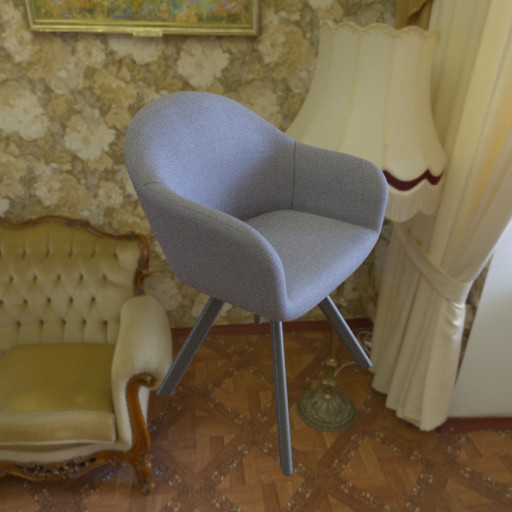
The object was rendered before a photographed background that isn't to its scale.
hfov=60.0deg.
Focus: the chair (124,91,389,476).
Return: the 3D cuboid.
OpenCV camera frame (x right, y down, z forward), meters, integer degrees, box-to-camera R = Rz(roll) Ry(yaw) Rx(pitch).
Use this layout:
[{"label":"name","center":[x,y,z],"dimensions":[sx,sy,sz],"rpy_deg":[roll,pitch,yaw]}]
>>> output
[{"label":"chair","center":[0.000,0.000,1.178],"dimensions":[0.550,0.795,0.590],"rpy_deg":[18,31,32]}]
